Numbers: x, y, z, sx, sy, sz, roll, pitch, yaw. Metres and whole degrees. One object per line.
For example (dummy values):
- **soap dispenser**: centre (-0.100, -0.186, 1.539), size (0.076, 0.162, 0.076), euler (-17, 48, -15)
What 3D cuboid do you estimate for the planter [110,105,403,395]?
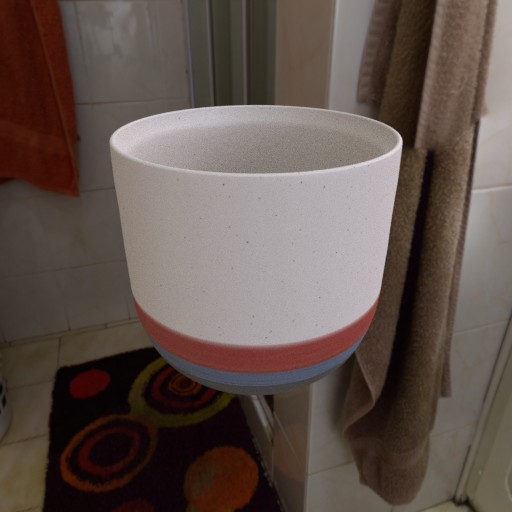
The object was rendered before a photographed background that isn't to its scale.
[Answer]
- **planter**: centre (0.000, 0.000, 0.482), size (0.268, 0.270, 0.268), euler (0, 29, 0)
